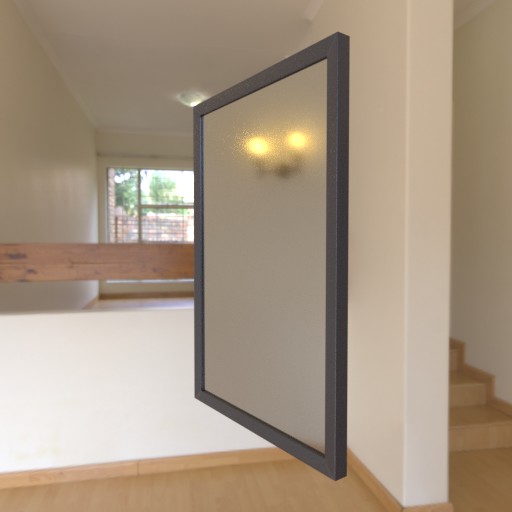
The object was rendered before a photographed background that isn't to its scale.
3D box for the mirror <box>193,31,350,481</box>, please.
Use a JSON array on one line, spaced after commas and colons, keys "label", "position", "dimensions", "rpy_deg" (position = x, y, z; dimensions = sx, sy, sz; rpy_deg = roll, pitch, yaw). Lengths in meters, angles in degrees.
[{"label": "mirror", "position": [0.000, 0.000, 1.158], "dimensions": [0.040, 0.915, 0.609], "rpy_deg": [-1, 2, -36]}]
